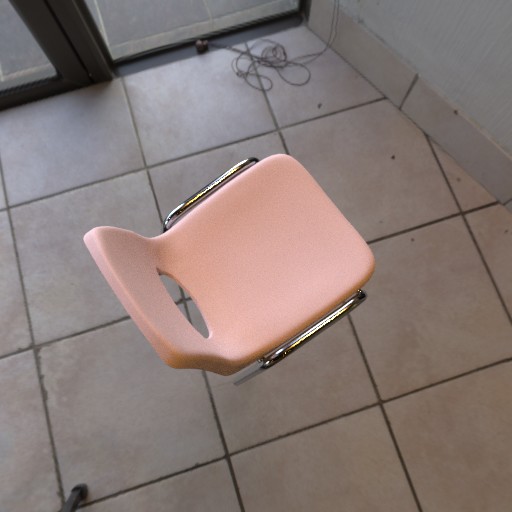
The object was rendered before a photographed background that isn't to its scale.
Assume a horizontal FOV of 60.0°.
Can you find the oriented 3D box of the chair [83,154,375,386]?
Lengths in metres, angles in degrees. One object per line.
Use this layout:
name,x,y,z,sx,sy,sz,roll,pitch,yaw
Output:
chair,0.000,0.000,0.783,0.385,0.536,0.354,-36,79,-8
